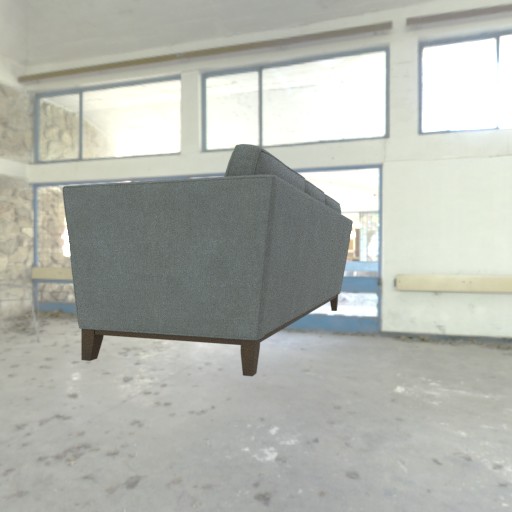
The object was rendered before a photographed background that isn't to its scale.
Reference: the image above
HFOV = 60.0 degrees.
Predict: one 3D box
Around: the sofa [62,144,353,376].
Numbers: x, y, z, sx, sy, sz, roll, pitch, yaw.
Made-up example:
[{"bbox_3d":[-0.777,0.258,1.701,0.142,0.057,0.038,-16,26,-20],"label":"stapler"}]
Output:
[{"bbox_3d":[0.000,0.000,2.886,0.965,0.940,2.387,0,0,19],"label":"sofa"}]
